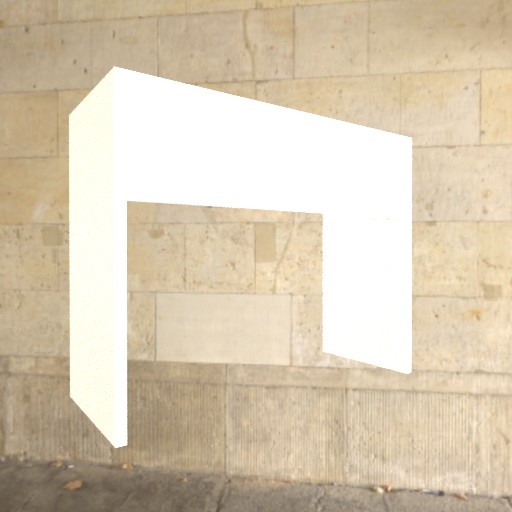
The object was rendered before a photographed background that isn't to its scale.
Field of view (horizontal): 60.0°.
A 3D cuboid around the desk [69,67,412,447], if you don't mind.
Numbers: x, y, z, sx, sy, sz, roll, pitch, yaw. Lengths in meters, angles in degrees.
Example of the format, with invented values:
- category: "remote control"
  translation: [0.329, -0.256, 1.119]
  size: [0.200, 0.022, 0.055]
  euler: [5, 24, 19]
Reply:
- category: "desk"
  translation: [0.000, 0.000, 1.371]
  size: [1.000, 0.790, 0.400]
  euler: [0, 1, -35]
